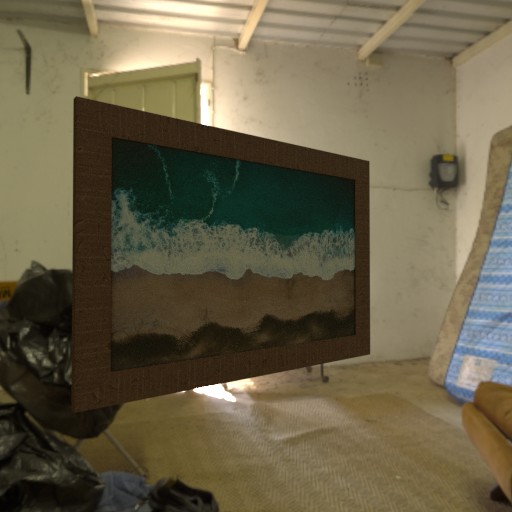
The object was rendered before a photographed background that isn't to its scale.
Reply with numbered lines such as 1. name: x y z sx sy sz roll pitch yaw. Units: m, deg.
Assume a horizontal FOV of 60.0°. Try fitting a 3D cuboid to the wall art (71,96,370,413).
1. wall art: 0.000 0.000 1.163 0.917 0.626 0.019 1 -1 -38
